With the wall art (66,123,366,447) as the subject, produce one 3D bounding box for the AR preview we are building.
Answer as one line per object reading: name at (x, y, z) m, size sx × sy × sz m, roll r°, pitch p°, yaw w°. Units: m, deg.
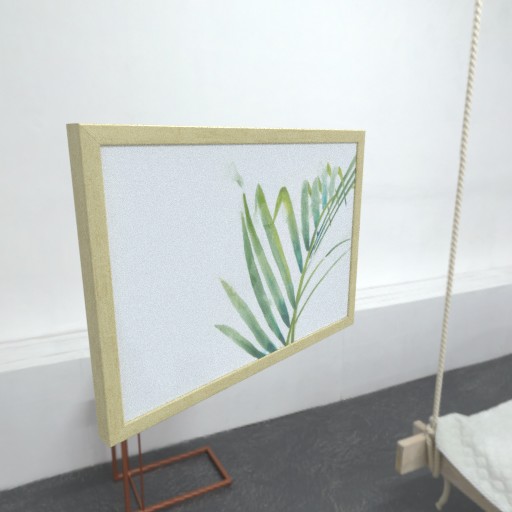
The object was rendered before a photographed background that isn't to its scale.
wall art at (0.000, 0.000, 0.685) m, size 0.533 × 0.381 × 0.032 m, roll -14°, pitch 21°, yaw -43°
